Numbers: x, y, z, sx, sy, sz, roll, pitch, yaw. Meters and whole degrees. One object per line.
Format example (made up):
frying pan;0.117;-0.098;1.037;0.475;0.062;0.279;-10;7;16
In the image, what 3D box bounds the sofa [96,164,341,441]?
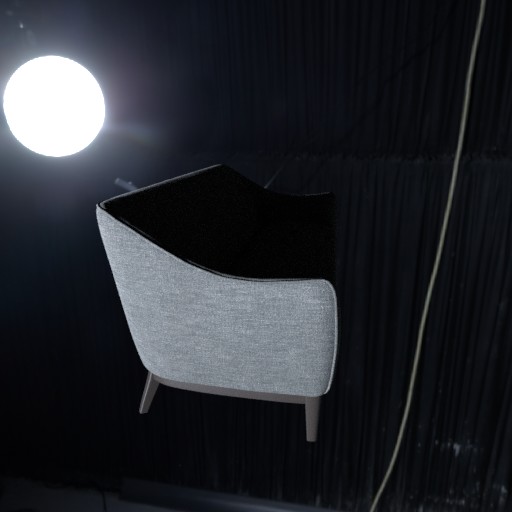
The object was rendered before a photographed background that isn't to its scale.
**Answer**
sofa;0.000;0.000;2.352;0.867;0.829;1.928;3;16;9
